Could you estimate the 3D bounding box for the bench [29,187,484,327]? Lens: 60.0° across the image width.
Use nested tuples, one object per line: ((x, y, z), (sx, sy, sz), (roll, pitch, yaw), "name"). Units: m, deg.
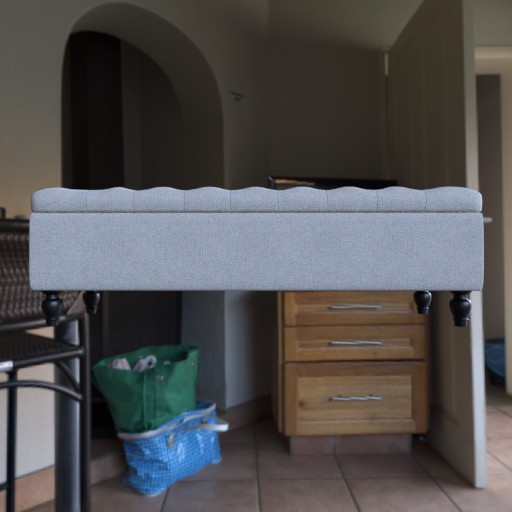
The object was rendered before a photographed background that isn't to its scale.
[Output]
((0.000, 0.000, 1.643), (1.480, 0.467, 0.455), (0, -1, 0), "bench")
